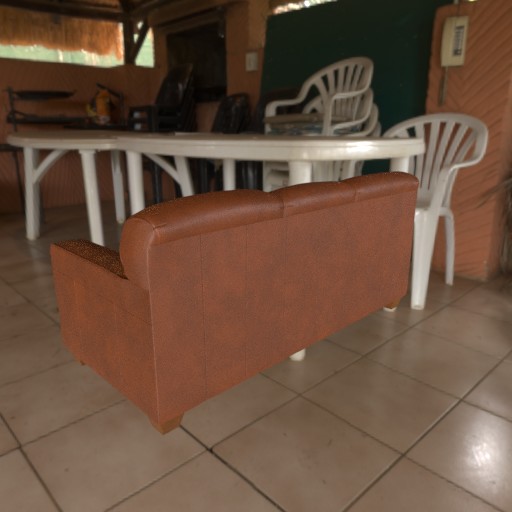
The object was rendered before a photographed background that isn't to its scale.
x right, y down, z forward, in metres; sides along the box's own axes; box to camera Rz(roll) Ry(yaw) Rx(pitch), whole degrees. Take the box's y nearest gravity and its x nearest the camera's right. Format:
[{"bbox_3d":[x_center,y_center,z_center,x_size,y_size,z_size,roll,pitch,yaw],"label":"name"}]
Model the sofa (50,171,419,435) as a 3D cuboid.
[{"bbox_3d":[0.000,0.000,2.613,2.039,0.953,1.008,-16,22,-42],"label":"sofa"}]
